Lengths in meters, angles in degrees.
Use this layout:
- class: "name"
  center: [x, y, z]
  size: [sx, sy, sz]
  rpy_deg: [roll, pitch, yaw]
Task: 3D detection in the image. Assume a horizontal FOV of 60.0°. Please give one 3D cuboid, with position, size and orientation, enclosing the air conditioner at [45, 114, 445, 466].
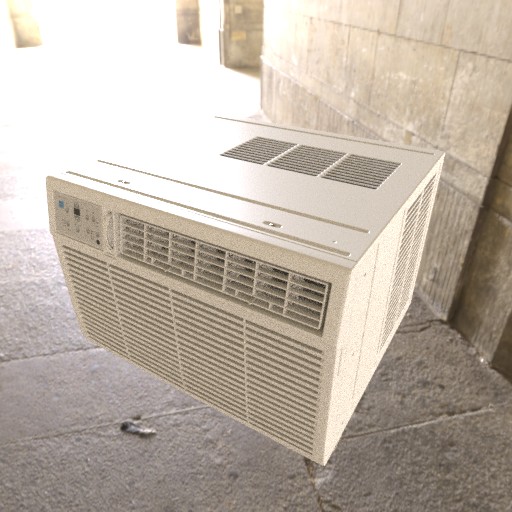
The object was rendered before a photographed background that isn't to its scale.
- class: "air conditioner"
  center: [0.000, 0.000, 1.053]
  size: [0.645, 0.455, 0.599]
  rpy_deg: [18, 36, 27]
